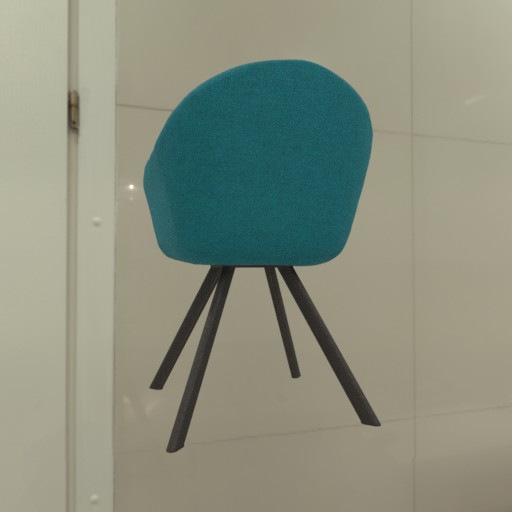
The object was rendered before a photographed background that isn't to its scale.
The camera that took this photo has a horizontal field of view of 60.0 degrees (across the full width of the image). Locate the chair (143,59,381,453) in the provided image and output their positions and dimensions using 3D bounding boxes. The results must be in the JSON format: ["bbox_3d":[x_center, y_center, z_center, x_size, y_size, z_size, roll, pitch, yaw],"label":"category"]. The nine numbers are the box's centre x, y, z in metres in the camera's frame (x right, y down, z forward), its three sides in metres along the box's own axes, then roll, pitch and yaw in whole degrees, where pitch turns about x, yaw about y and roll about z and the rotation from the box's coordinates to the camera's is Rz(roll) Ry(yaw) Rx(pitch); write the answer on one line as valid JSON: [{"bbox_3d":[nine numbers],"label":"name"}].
[{"bbox_3d":[0.000,0.000,1.131,0.545,0.775,0.565,0,-1,-18],"label":"chair"}]
